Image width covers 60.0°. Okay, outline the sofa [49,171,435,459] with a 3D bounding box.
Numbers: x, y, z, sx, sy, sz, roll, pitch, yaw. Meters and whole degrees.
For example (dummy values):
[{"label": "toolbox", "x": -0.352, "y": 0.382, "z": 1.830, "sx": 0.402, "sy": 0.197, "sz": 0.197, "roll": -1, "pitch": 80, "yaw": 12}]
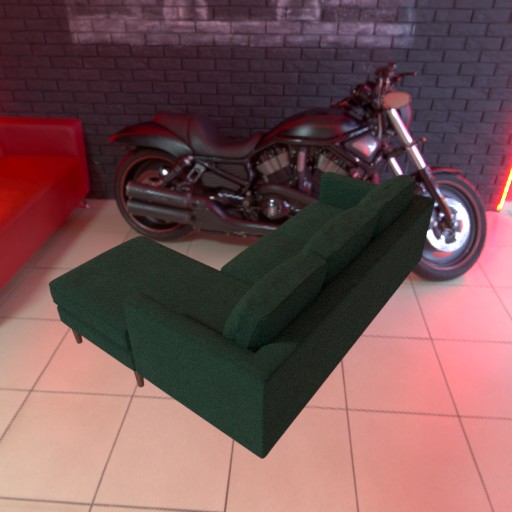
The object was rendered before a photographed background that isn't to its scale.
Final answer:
[{"label": "sofa", "x": 0.000, "y": 0.000, "z": 2.892, "sx": 1.580, "sy": 0.899, "sz": 2.030, "roll": 22, "pitch": 39, "yaw": 30}]
